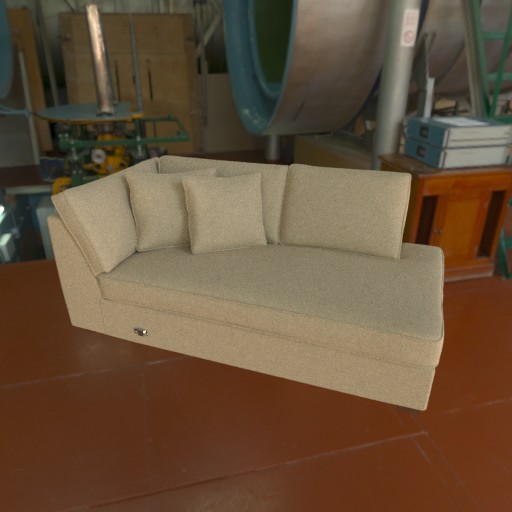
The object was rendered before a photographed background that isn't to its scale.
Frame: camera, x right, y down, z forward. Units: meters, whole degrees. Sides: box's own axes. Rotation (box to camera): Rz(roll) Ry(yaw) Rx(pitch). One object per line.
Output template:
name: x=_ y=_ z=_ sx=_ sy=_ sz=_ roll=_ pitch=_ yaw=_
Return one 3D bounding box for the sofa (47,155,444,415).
sofa: x=0.000 y=0.000 z=2.796 sx=2.237 sy=1.033 sz=1.110 roll=9 pitch=28 yaw=18
